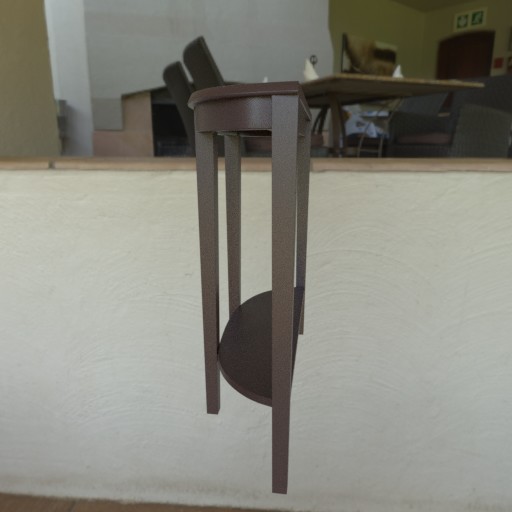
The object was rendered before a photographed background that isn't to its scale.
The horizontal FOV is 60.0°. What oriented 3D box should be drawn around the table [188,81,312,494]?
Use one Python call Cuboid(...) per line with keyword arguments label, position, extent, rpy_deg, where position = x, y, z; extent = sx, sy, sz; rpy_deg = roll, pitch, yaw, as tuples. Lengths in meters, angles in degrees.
Cuboid(label="table", position=(0.000, 0.000, 1.281), extent=(0.274, 0.831, 0.909), rpy_deg=(2, 14, 8))
